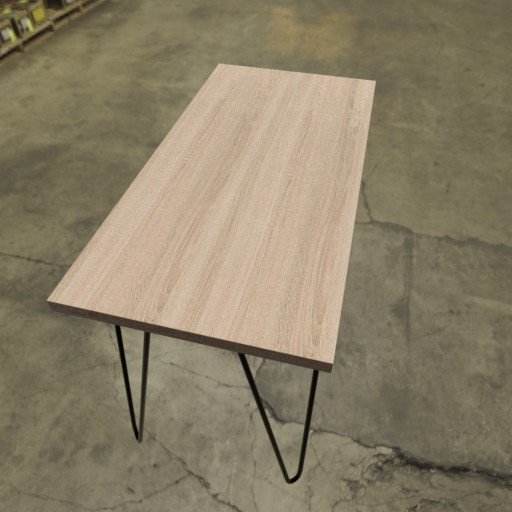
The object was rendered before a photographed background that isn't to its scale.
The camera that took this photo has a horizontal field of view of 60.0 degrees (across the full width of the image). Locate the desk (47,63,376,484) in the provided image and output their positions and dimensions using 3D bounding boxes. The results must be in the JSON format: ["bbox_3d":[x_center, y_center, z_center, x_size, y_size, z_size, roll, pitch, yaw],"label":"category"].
[{"bbox_3d":[0.000,0.000,1.297,0.499,0.660,0.991,10,48,10],"label":"desk"}]
